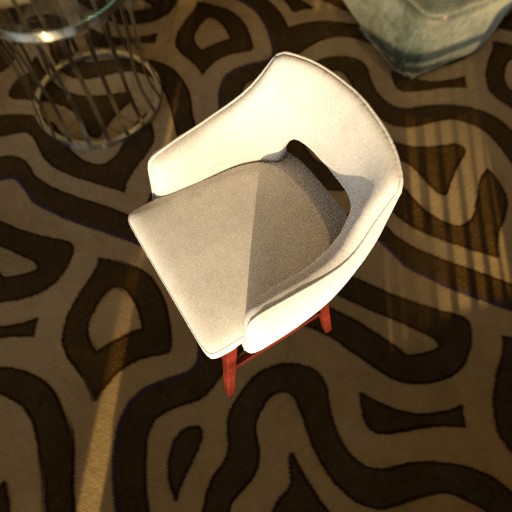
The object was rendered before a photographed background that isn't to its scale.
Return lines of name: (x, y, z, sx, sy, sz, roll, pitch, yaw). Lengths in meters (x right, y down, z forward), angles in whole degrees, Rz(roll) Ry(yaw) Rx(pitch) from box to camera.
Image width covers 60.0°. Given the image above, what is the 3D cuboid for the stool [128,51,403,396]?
stool: (0.000, 0.000, 1.335, 0.558, 1.012, 0.548, -30, 69, -13)
